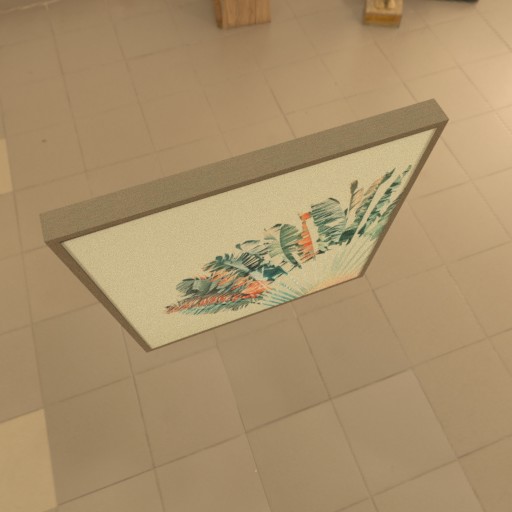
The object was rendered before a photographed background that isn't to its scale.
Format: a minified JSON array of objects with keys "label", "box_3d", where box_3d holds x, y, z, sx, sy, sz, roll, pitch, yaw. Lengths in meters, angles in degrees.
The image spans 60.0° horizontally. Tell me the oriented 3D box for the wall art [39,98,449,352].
[{"label":"wall art","box_3d":[0.000,0.000,0.759,0.508,0.506,0.038,-18,66,-9]}]
